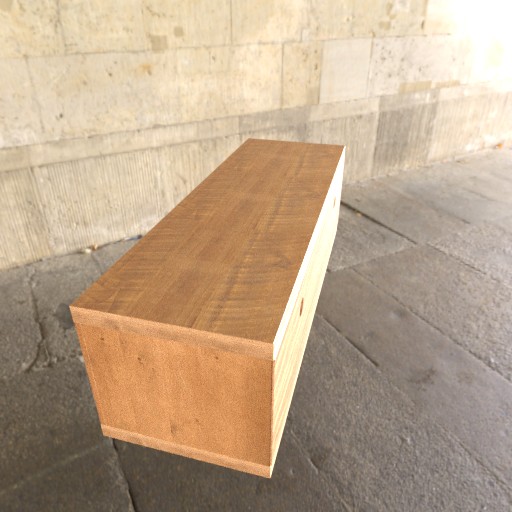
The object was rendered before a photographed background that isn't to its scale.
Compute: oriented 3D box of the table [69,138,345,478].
[{"bbox_3d":[0.000,0.000,1.735,0.499,0.491,1.499,8,31,13],"label":"table"}]
